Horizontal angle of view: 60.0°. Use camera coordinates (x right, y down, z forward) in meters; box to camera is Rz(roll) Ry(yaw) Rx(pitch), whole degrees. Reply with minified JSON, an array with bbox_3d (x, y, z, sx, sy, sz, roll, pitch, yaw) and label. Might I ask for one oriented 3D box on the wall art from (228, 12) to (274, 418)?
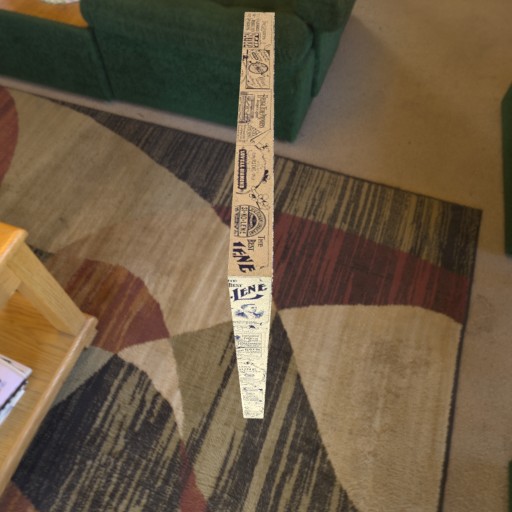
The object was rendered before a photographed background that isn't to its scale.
[{"bbox_3d":[0.000,0.000,0.751,0.040,0.601,0.408,1,59,1],"label":"wall art"}]
